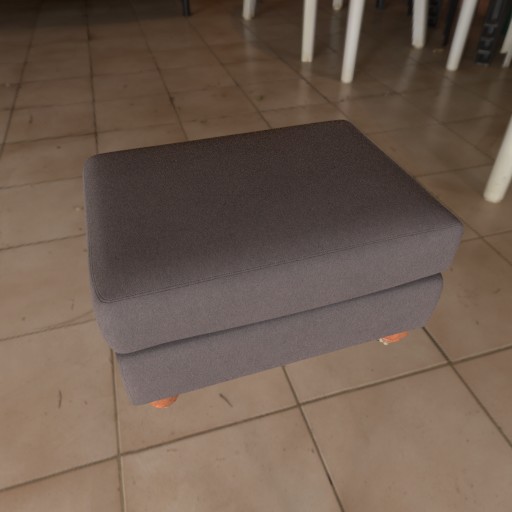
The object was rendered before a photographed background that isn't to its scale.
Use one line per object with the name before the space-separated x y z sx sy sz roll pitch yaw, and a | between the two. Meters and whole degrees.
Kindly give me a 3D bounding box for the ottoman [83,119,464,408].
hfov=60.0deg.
ottoman | 0.000 0.000 1.154 0.773 0.497 0.574 -12 42 -14
